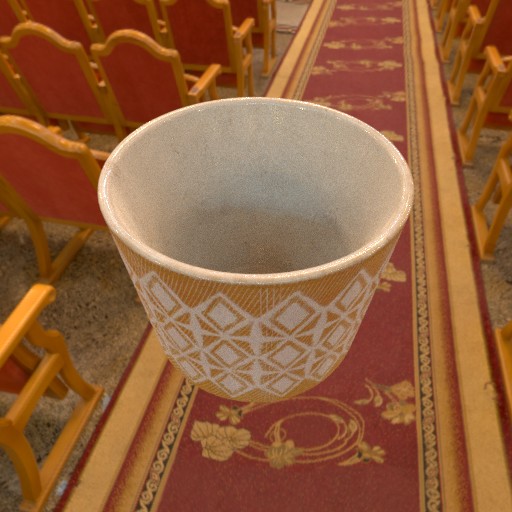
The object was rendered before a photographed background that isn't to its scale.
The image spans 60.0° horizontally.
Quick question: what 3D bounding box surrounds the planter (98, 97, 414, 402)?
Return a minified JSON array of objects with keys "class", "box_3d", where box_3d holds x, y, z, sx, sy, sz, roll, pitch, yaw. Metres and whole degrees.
[{"class":"planter","box_3d":[0.000,0.000,0.219,0.126,0.104,0.126,0,45,0]}]
